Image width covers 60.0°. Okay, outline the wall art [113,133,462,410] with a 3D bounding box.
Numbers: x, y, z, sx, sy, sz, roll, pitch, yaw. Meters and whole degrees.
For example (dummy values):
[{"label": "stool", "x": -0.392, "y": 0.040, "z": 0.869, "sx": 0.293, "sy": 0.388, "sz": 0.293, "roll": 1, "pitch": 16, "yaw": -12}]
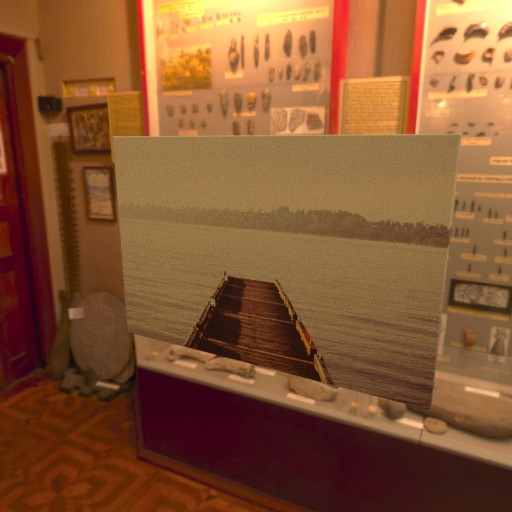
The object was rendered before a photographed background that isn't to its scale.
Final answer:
[{"label": "wall art", "x": 0.000, "y": 0.000, "z": 1.157, "sx": 0.916, "sy": 0.609, "sz": 0.037, "roll": 8, "pitch": 16, "yaw": 27}]
